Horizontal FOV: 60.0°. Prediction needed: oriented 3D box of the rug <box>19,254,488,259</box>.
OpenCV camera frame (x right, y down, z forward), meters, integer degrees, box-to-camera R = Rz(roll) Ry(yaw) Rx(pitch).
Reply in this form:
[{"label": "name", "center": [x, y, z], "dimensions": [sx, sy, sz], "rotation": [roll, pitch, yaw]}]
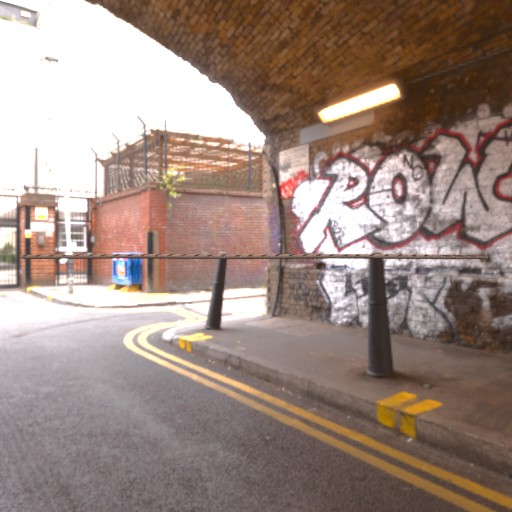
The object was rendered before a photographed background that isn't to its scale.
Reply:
[{"label": "rug", "center": [0.000, 0.000, 3.210], "dimensions": [2.449, 0.028, 1.829], "rotation": [0, 0, 2]}]
